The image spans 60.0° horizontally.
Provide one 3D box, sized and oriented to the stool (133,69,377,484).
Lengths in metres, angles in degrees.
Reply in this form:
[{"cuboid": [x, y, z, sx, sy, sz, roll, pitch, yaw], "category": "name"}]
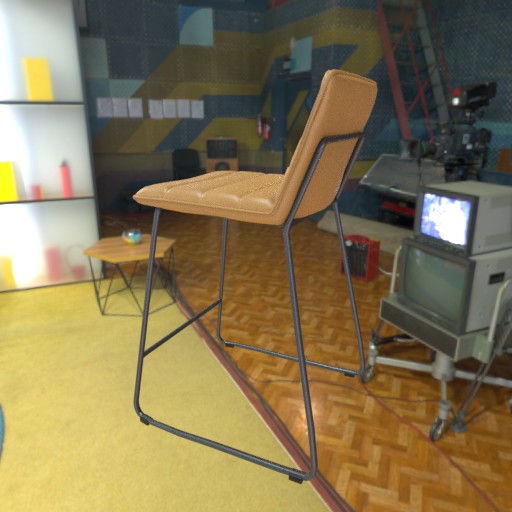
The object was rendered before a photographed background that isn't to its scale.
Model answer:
[{"cuboid": [0.000, 0.000, 1.162, 0.524, 0.866, 0.489, 8, 20, 25], "category": "stool"}]
